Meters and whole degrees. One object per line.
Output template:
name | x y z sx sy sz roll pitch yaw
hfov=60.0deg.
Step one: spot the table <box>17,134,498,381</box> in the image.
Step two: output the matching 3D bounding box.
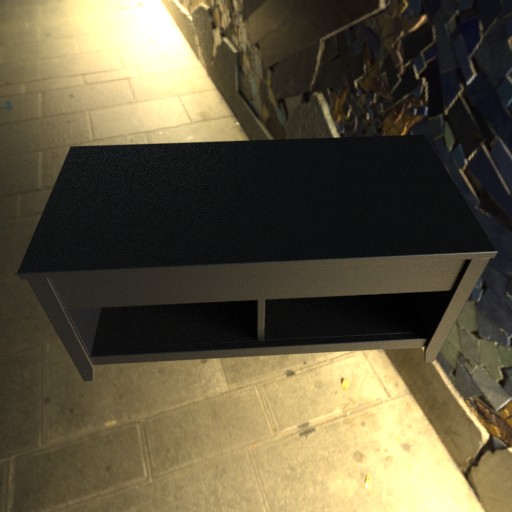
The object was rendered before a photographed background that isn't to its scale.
table | 0.000 0.000 1.264 1.016 0.457 0.483 -3 46 -2
